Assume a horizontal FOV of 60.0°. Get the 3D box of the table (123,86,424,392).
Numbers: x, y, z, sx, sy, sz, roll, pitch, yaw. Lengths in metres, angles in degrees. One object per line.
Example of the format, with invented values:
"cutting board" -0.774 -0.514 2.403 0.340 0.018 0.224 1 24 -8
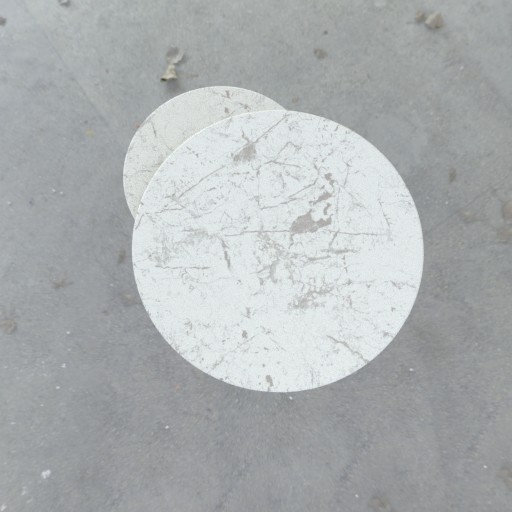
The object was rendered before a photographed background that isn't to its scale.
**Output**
"table" 0.000 0.000 0.887 0.400 0.550 0.507 -33 79 -8
